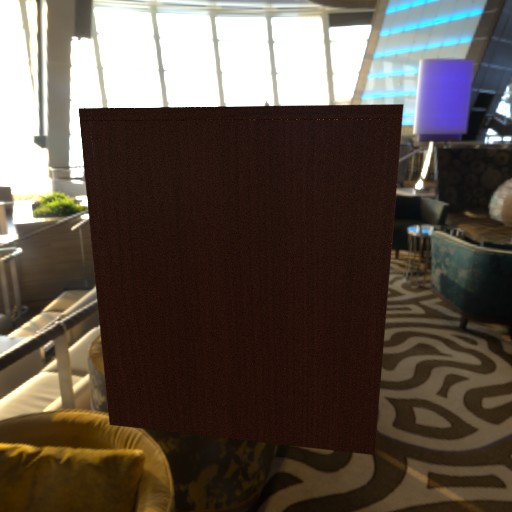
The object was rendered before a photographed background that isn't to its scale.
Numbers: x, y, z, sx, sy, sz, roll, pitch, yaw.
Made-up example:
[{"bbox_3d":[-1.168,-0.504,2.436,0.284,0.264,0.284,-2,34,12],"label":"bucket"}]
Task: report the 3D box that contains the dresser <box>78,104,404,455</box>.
[{"bbox_3d":[0.000,0.000,0.766,0.400,0.470,0.360,3,15,9],"label":"dresser"}]
